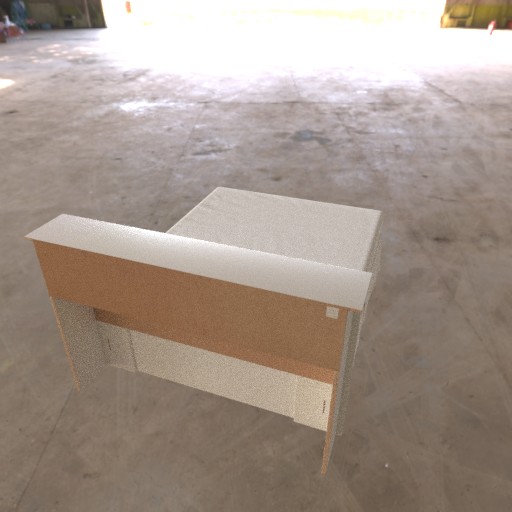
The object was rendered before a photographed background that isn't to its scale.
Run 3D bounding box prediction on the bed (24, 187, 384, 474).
[{"bbox_3d":[0.000,0.000,3.091,1.671,1.092,2.133,11,33,17],"label":"bed"}]
